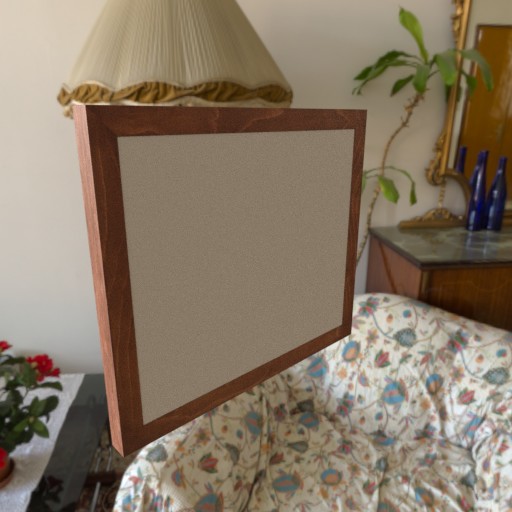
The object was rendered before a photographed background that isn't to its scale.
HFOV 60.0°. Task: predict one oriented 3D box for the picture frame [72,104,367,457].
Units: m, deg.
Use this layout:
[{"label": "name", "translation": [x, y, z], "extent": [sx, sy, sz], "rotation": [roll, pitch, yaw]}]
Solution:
[{"label": "picture frame", "translation": [0.000, 0.000, 0.521], "extent": [0.381, 0.330, 0.025], "rotation": [-16, 23, -41]}]
